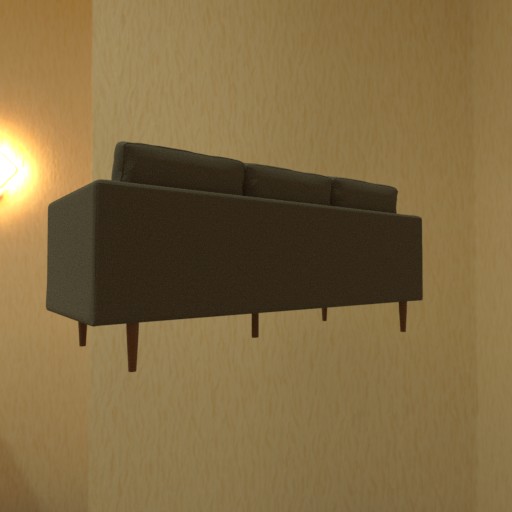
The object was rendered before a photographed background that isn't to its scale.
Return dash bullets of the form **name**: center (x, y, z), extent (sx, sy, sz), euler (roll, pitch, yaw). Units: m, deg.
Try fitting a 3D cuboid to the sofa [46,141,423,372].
- **sofa**: center (0.000, 0.000, 2.486), extent (2.029, 0.912, 0.802), euler (1, -2, -37)
